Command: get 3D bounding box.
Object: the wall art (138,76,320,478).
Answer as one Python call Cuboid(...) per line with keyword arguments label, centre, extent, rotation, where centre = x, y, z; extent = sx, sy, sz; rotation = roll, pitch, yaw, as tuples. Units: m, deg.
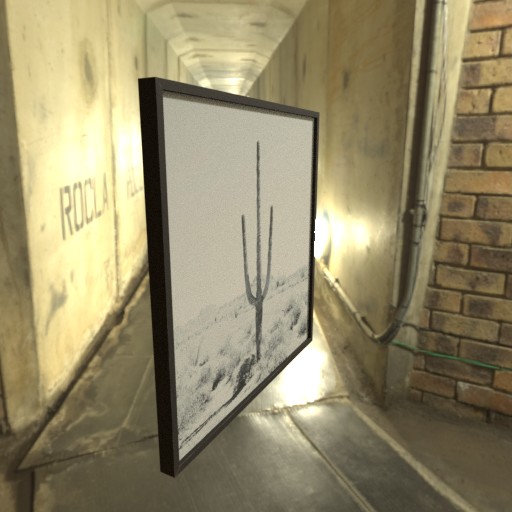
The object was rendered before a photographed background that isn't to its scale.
Cuboid(label="wall art", centre=(0.000, 0.000, 1.145), extent=(0.038, 0.762, 0.762), rotation=(7, 15, 28))
